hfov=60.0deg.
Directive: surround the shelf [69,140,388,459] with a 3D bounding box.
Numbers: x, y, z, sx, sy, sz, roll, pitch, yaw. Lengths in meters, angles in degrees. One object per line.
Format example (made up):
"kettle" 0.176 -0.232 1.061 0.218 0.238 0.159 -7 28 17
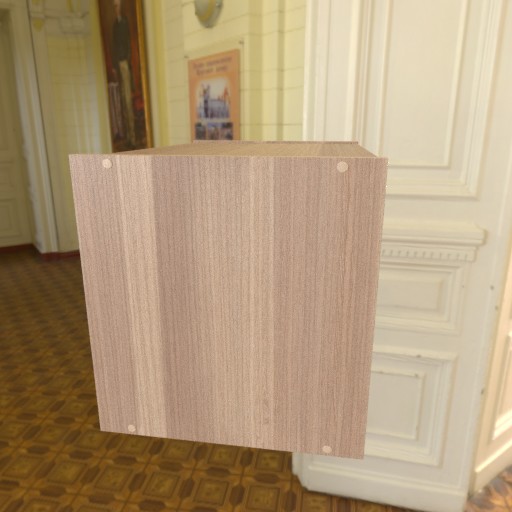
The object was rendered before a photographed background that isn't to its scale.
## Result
"shelf" 0.000 0.000 0.632 0.290 0.305 0.415 3 17 9
